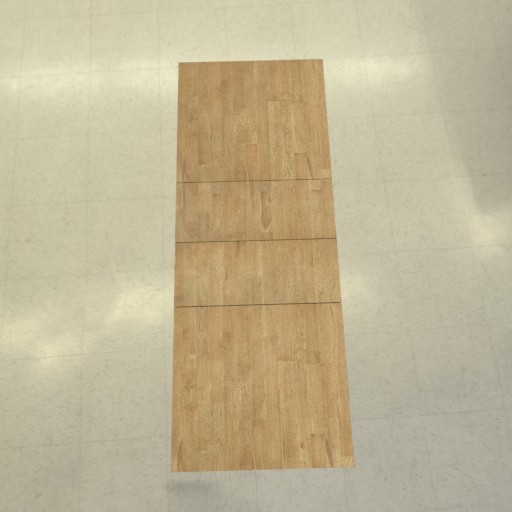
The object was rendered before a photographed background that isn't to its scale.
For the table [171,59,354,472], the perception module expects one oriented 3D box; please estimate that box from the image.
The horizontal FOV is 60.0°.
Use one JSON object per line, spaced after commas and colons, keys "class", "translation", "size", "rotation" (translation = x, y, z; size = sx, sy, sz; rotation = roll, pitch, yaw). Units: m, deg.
{"class": "table", "translation": [0.000, 0.000, 3.106], "size": [1.000, 0.752, 2.603], "rotation": [-2, 75, 0]}
